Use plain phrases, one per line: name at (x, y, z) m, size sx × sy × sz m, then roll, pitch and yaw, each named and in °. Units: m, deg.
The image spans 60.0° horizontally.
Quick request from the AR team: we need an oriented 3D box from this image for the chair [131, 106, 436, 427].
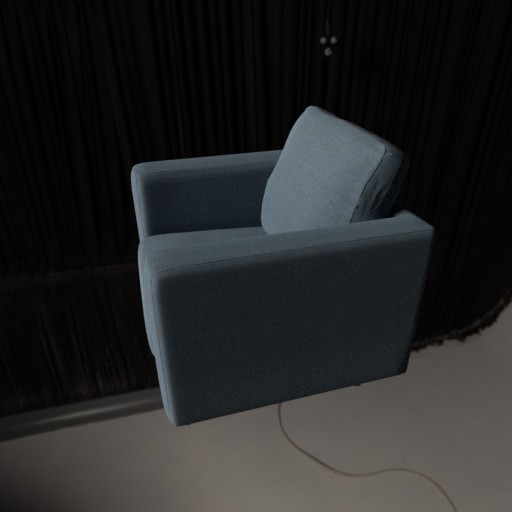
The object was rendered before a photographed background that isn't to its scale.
chair at (0.000, 0.000, 1.583) m, size 0.820 × 0.922 × 0.855 m, roll -8°, pitch 31°, yaw -14°
